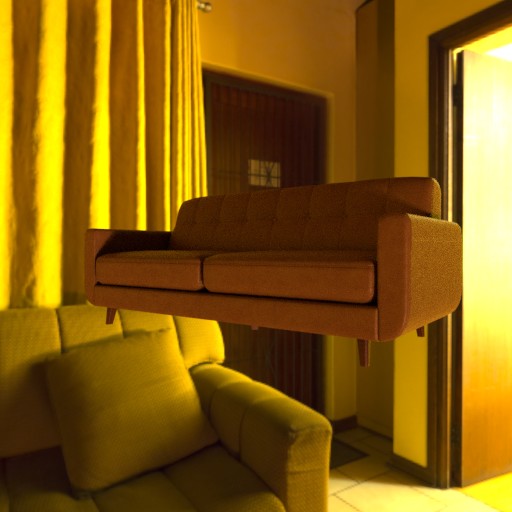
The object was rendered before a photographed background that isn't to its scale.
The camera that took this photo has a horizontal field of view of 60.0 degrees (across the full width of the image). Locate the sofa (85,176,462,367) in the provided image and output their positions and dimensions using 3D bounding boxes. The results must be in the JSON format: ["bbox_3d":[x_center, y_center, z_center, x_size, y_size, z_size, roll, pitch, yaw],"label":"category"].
[{"bbox_3d":[0.000,0.000,2.682,2.137,0.892,0.980,0,1,37],"label":"sofa"}]
